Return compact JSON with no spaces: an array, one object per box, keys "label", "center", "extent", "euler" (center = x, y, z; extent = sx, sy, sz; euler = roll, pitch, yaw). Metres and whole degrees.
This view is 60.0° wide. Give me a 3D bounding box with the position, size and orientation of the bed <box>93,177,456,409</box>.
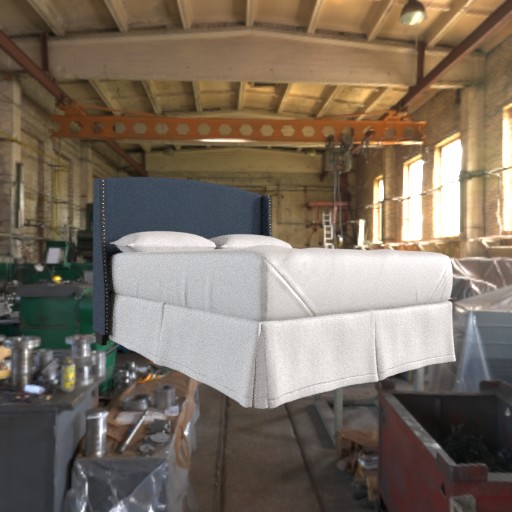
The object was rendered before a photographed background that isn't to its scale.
[{"label":"bed","center":[0.000,0.000,3.259],"extent":[1.710,1.407,2.237],"euler":[0,0,-36]}]
